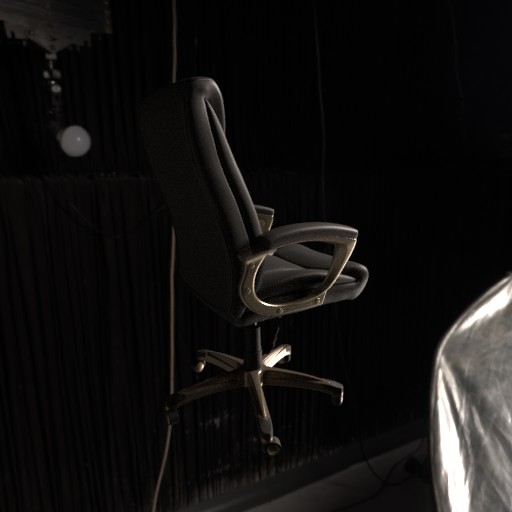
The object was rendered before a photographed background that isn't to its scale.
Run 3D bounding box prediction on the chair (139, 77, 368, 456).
[{"bbox_3d":[0.000,0.000,1.663,0.748,1.188,0.694,-7,16,-27],"label":"chair"}]
